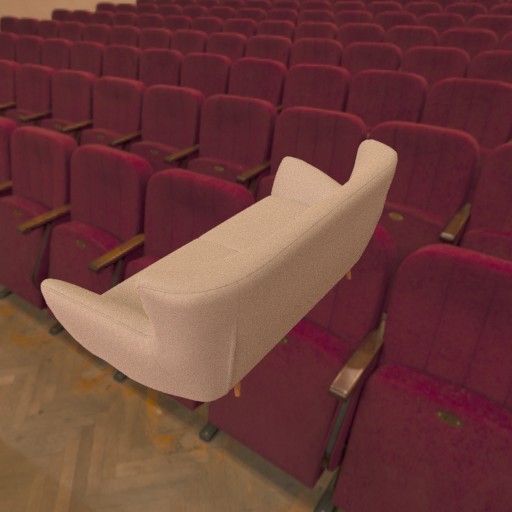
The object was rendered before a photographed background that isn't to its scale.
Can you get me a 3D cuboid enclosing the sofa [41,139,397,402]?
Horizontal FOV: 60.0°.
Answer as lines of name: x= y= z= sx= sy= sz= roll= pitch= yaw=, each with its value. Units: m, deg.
sofa: x=0.000 y=0.000 z=2.371 sx=0.899 sy=0.890 sz=1.930 roll=21 pitch=38 yaw=30
